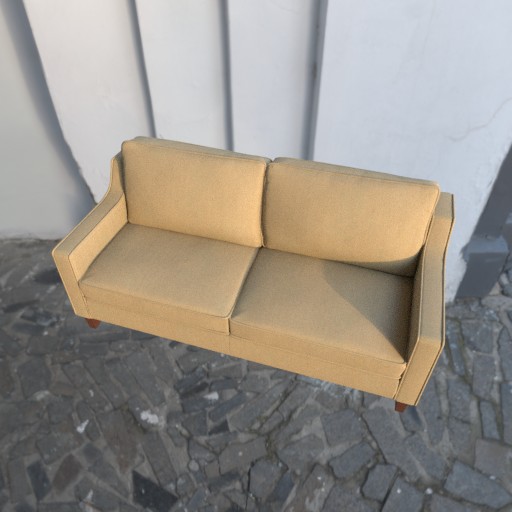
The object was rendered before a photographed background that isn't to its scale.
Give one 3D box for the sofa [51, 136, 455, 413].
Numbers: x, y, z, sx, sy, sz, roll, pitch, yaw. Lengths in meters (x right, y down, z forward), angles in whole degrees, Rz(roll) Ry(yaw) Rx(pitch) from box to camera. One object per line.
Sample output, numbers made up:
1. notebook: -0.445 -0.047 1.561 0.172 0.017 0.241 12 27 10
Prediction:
1. sofa: 0.000 0.000 2.784 2.178 1.071 1.066 12 43 13
